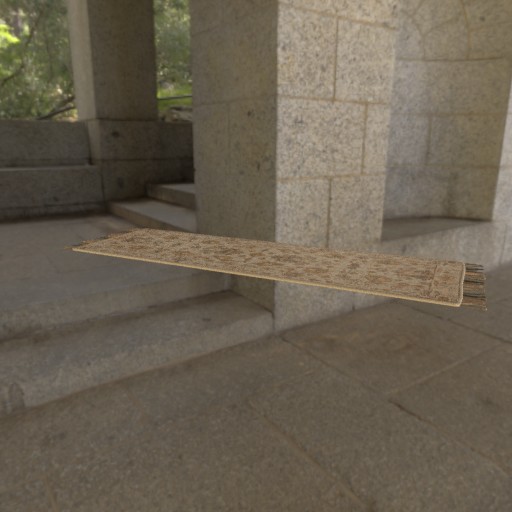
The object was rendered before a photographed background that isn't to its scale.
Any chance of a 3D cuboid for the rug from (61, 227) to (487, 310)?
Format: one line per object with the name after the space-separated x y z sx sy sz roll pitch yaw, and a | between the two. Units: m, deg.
0.000 0.000 2.628 2.438 0.021 0.729 7 16 25 | rug
